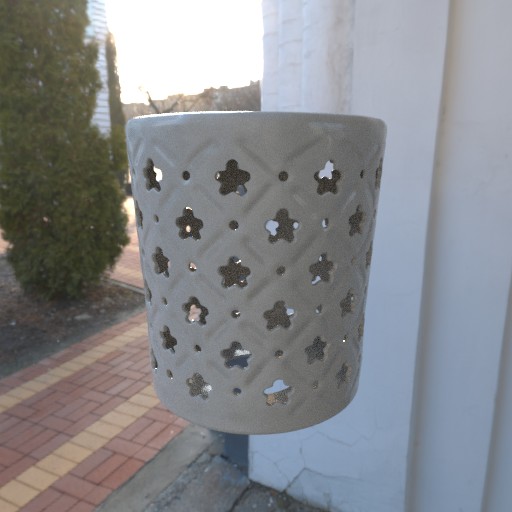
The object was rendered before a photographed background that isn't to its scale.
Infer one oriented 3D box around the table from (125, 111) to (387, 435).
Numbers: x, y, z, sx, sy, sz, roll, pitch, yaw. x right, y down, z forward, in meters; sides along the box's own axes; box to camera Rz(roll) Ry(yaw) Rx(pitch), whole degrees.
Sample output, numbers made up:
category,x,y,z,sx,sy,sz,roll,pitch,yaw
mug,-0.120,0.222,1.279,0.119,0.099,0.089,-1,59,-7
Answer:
category,x,y,z,sx,sy,sz,roll,pitch,yaw
table,0.000,0.000,0.657,0.352,0.387,0.352,0,13,0
